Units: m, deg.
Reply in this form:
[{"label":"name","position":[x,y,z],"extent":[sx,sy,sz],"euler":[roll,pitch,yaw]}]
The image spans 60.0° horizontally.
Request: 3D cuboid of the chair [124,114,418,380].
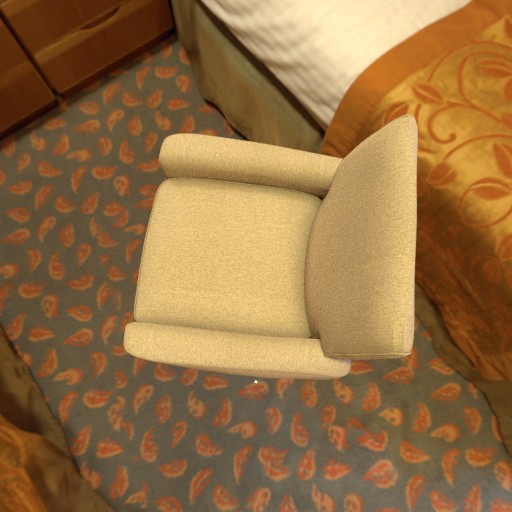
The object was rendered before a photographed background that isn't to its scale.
[{"label":"chair","position":[0.000,0.000,1.624],"extent":[0.864,1.014,0.848],"euler":[6,74,2]}]
